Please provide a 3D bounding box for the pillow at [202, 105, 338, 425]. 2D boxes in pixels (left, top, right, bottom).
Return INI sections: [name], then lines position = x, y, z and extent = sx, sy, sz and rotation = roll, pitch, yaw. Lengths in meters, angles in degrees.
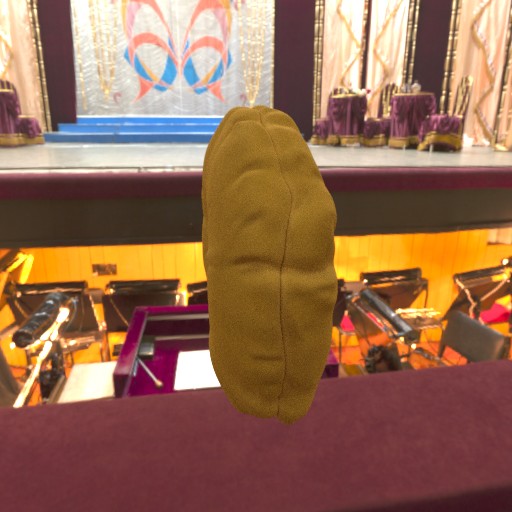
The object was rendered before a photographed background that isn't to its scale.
[pillow]
position = 0.000, 0.000, 0.632
extent = 0.148, 0.407, 0.428
rotation = -3, 17, -8
